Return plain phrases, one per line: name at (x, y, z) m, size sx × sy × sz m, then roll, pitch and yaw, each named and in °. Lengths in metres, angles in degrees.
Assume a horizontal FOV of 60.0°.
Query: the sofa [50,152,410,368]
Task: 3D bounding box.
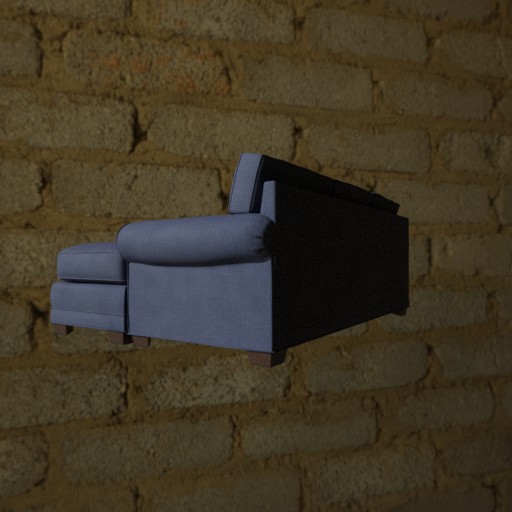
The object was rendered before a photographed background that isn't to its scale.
sofa at (0.000, 0.000, 3.526) m, size 1.780 × 1.063 × 2.567 m, roll 0°, pitch 0°, yaw 34°
